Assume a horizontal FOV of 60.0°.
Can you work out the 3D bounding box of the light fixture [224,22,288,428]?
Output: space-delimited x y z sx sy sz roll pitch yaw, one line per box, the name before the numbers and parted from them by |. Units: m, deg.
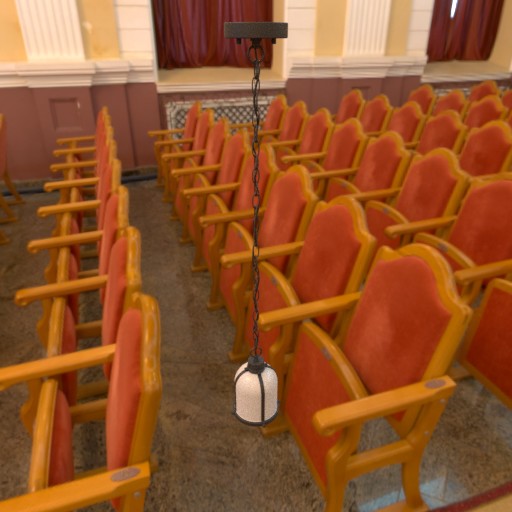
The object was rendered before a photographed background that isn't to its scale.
light fixture | 0.000 0.000 1.268 0.178 1.181 0.178 -8 28 -16
